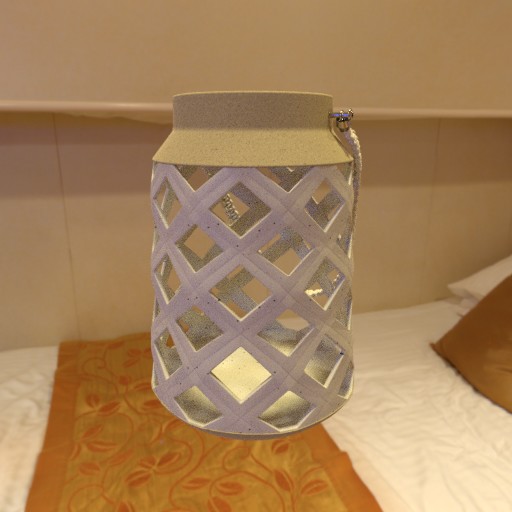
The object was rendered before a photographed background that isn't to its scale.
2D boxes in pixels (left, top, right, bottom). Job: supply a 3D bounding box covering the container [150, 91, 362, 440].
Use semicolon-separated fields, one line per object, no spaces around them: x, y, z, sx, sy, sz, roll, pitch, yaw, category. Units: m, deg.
0.000;0.000;0.391;0.188;0.264;0.198;9;18;27;container
